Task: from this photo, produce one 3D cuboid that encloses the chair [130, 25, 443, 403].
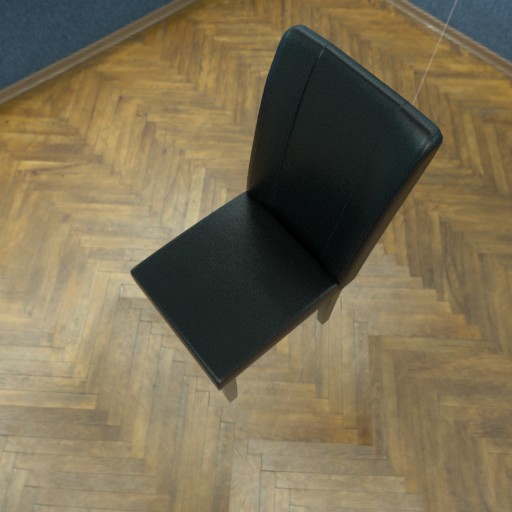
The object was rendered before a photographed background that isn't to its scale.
[{"bbox_3d":[0.000,0.000,1.156,0.556,0.897,0.399,-37,69,-16],"label":"chair"}]
